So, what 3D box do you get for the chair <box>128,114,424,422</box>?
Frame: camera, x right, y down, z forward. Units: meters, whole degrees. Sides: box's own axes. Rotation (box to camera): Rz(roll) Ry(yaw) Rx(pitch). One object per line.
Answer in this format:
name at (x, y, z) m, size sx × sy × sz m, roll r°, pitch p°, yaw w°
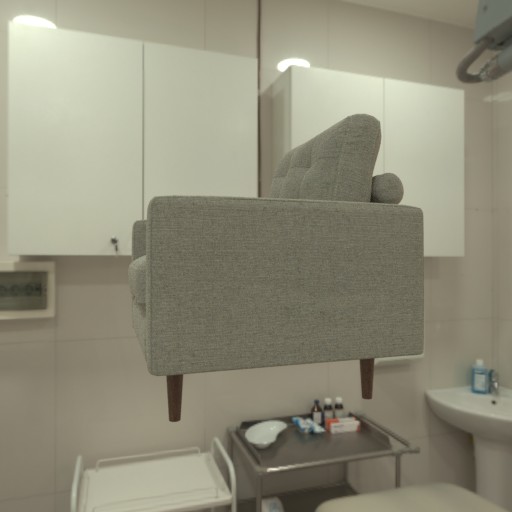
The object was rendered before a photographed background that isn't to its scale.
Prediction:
chair at (0.000, 0.000, 1.547) m, size 0.843 × 0.880 × 0.821 m, roll 0°, pitch 0°, yaw -18°
